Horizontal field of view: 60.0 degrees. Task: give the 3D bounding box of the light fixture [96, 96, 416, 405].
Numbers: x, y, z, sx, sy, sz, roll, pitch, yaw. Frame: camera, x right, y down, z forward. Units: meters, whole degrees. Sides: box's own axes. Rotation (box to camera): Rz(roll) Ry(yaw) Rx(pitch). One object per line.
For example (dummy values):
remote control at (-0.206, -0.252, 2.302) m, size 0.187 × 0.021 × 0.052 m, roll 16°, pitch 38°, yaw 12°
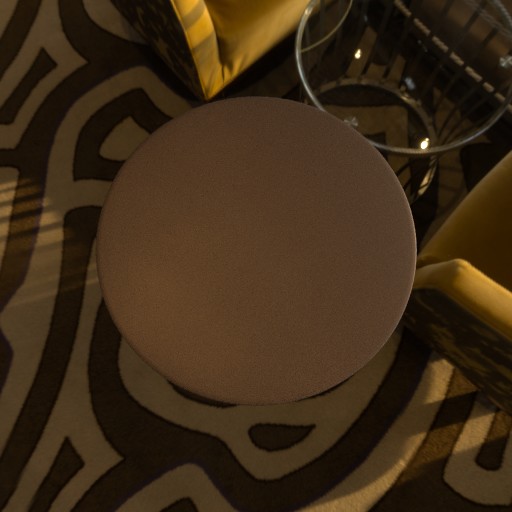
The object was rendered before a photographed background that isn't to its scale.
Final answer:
light fixture at (0.000, 0.000, 0.452) m, size 0.280 × 0.135 × 0.280 m, roll 0°, pitch 76°, yaw 0°
